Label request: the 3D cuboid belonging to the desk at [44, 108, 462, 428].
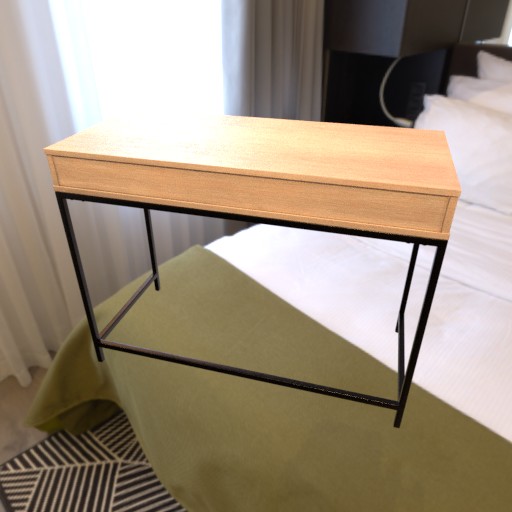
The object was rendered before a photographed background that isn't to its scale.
[{"bbox_3d":[0.000,0.000,1.426,1.016,0.762,0.470,8,32,13],"label":"desk"}]
